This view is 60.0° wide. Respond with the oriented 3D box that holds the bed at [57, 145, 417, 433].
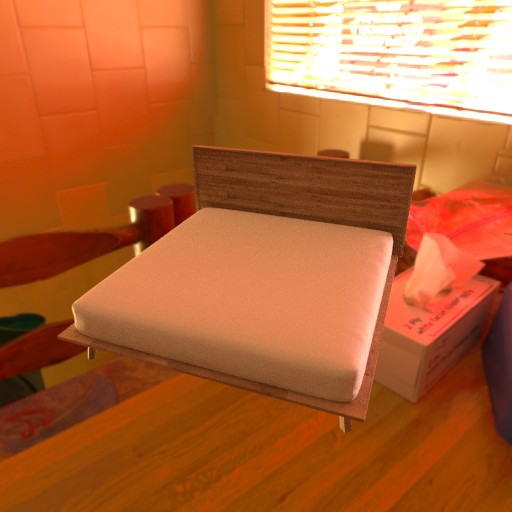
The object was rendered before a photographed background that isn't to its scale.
[{"bbox_3d":[0.000,0.000,3.448,2.116,1.100,2.167,10,28,18],"label":"bed"}]
